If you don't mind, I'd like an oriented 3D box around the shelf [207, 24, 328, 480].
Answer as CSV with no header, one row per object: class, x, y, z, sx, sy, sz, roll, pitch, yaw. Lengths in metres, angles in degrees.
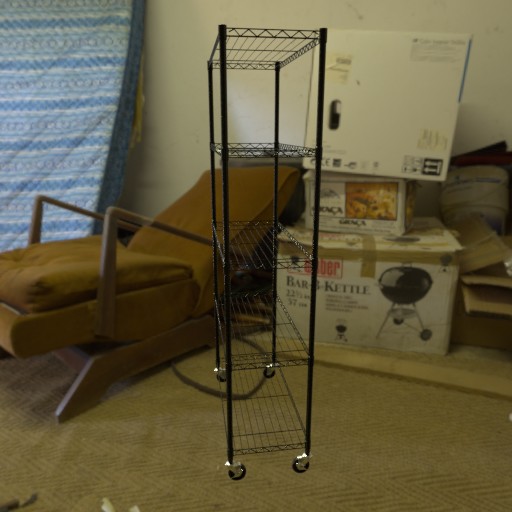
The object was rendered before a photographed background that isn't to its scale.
shelf,0.000,0.000,1.909,0.356,1.645,0.762,-2,16,-8
